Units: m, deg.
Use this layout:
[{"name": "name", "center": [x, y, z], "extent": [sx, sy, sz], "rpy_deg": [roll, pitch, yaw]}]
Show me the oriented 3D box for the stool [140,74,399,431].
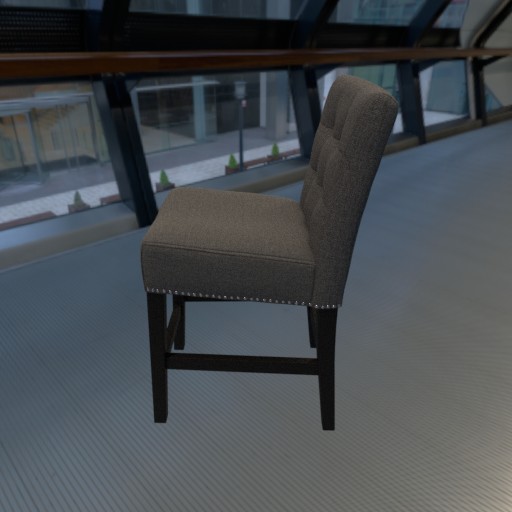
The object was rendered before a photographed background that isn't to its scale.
[{"name": "stool", "center": [0.000, 0.000, 1.199], "extent": [0.571, 0.885, 0.427], "rpy_deg": [0, 27, 0]}]
